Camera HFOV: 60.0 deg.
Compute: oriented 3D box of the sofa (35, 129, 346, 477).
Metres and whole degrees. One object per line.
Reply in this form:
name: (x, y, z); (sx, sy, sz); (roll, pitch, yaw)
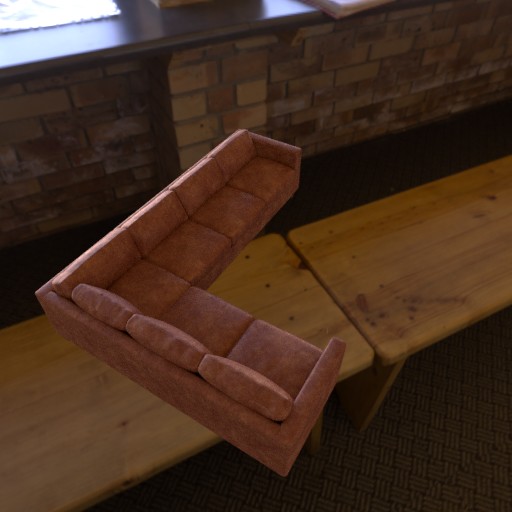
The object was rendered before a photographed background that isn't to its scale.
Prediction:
sofa: (0.000, 0.000, 4.398); (2.438, 0.838, 3.150); (24, 50, 21)
